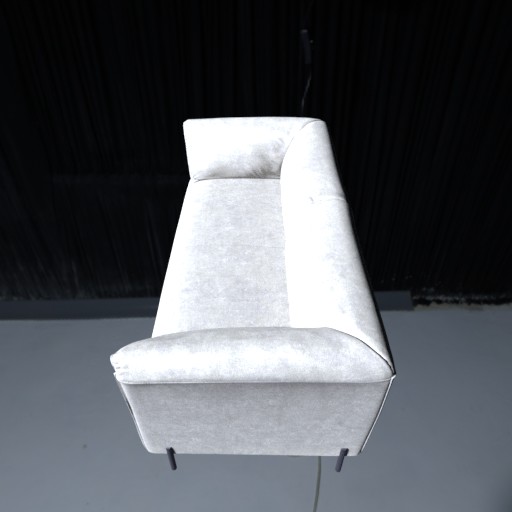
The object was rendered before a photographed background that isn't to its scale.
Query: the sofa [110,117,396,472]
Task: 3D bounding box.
[{"bbox_3d":[0.000,0.000,2.273,0.905,0.747,1.878,0,40,0],"label":"sofa"}]
